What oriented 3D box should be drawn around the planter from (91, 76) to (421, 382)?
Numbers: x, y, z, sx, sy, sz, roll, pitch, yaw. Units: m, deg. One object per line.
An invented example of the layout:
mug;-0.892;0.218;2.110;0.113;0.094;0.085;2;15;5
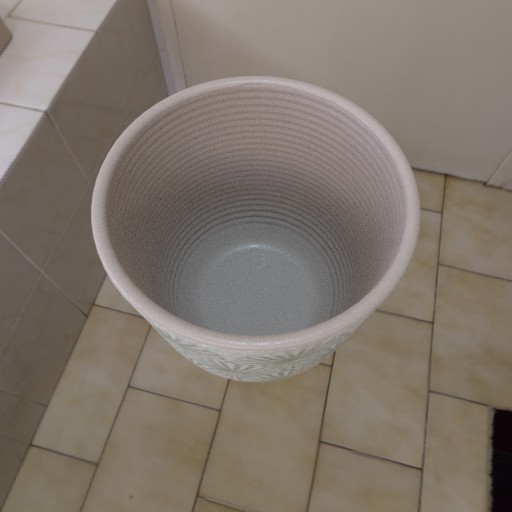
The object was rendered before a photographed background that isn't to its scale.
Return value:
planter;0.000;0.000;0.297;0.170;0.152;0.170;0;63;0
